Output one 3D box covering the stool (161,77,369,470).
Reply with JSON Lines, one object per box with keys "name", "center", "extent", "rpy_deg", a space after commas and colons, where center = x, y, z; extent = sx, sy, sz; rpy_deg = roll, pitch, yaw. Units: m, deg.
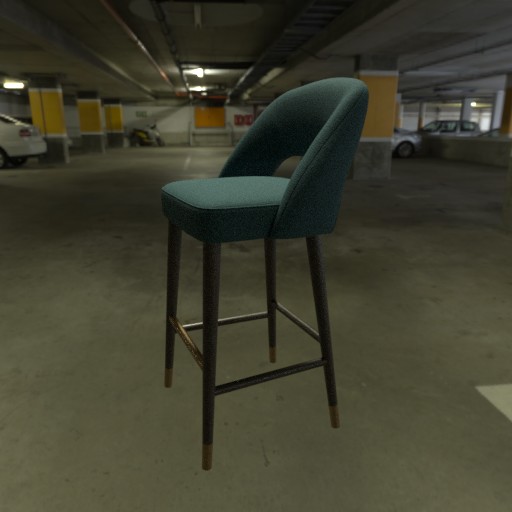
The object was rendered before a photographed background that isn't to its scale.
{"name": "stool", "center": [0.000, 0.000, 1.358], "extent": [0.522, 1.032, 0.536], "rpy_deg": [-7, 18, -23]}
